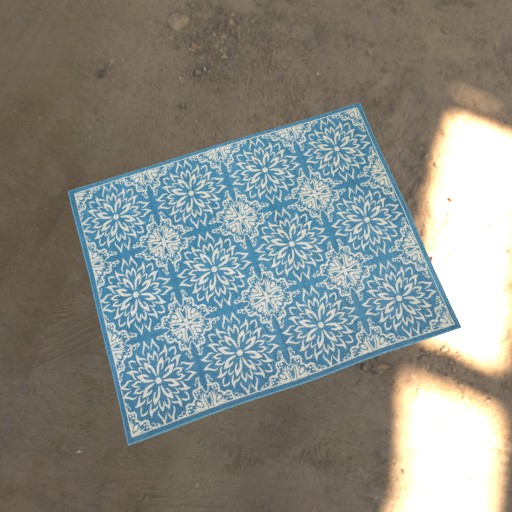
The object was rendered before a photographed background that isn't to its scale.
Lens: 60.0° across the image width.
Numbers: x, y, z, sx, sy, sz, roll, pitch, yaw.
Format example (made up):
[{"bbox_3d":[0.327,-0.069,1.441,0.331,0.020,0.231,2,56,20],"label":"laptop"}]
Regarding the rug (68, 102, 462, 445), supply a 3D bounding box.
[{"bbox_3d":[0.000,0.000,3.992,2.964,0.018,2.350,-18,75,-5],"label":"rug"}]
